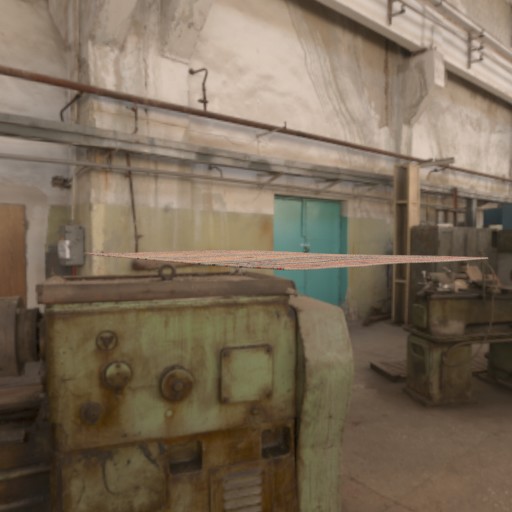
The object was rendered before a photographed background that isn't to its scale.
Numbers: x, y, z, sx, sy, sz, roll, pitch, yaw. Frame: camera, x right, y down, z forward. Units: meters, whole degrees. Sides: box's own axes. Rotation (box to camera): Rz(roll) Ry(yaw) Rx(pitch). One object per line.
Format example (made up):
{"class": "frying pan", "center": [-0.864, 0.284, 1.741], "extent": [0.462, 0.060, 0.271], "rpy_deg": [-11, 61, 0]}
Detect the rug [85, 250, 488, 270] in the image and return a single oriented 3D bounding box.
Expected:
{"class": "rug", "center": [0.000, 0.000, 2.336], "extent": [1.220, 0.017, 1.835], "rpy_deg": [-2, 3, -38]}
